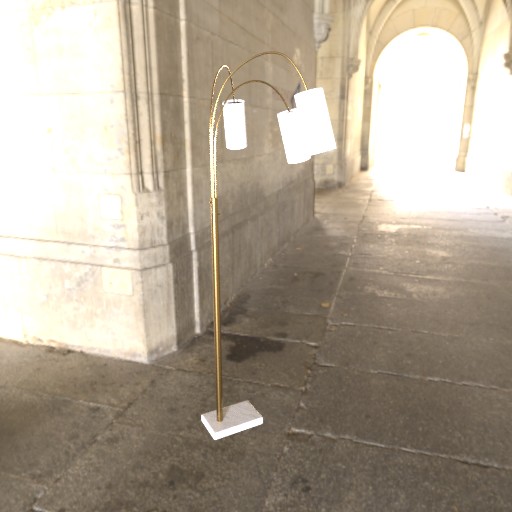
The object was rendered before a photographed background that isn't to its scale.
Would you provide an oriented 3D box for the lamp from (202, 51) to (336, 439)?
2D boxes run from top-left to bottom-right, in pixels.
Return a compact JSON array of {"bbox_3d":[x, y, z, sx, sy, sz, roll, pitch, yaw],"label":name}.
[{"bbox_3d":[0.000,0.000,2.518,0.667,2.055,1.020,-8,18,-27],"label":"lamp"}]
